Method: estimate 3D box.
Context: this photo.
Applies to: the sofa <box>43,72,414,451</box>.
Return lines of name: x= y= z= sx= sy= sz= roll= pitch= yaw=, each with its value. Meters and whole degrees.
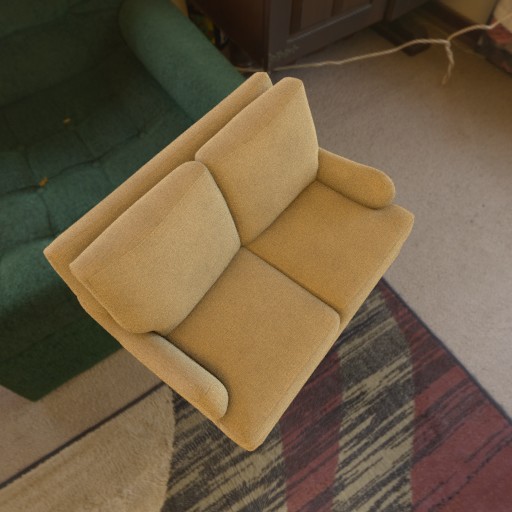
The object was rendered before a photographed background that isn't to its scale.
sofa: x=0.000 y=0.000 z=2.223 sx=1.087 sy=0.999 sz=1.480 roll=34 pitch=65 yaw=18
